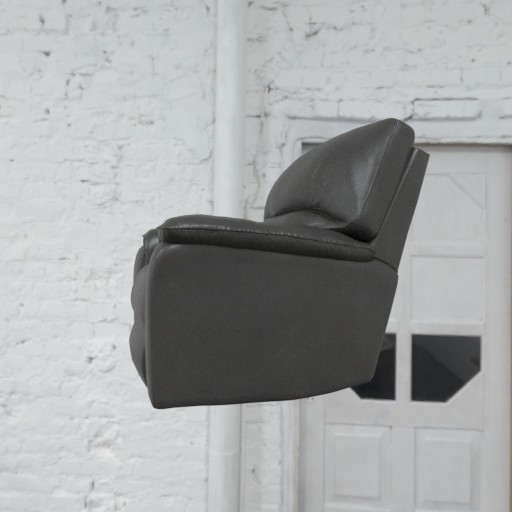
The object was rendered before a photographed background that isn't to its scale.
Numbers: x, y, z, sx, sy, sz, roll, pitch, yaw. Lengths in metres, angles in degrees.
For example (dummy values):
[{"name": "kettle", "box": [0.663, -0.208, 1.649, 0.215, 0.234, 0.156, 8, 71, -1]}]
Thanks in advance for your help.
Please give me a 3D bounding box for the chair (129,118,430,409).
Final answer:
[{"name": "chair", "box": [0.000, 0.000, 1.979, 1.087, 1.109, 1.096, 0, 1, -18]}]
